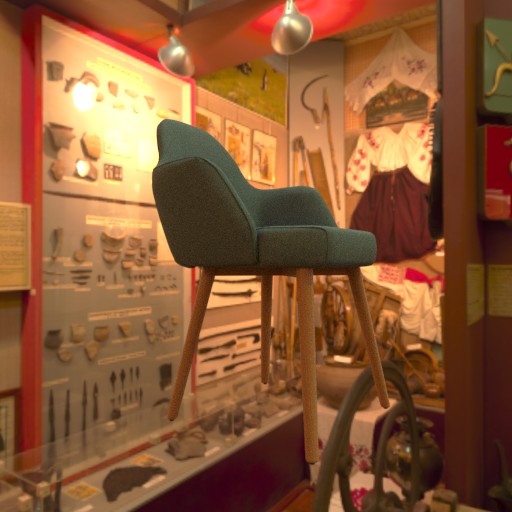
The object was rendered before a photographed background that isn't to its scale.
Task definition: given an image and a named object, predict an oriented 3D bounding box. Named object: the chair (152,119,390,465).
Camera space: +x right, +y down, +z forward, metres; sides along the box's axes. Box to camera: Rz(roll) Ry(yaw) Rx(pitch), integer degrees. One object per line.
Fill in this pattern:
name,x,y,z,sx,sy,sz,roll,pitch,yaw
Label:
chair,0.000,0.000,1.350,0.666,0.920,0.589,0,-1,36
